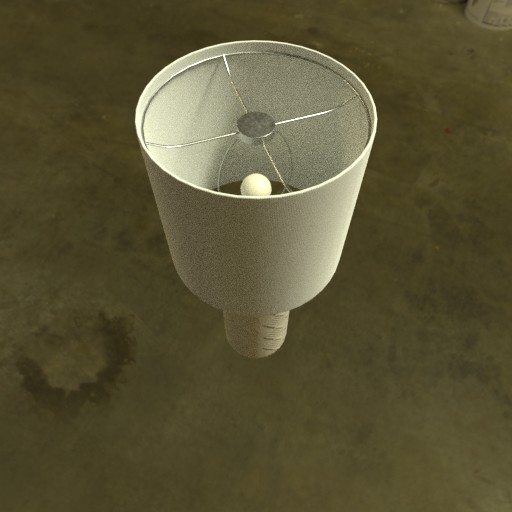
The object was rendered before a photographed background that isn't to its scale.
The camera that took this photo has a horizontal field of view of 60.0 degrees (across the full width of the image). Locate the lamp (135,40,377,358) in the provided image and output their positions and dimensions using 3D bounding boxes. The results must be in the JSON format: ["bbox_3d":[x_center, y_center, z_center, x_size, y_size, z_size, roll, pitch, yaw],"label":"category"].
[{"bbox_3d":[0.000,0.000,0.573,0.207,0.461,0.207,-16,58,-10],"label":"lamp"}]
